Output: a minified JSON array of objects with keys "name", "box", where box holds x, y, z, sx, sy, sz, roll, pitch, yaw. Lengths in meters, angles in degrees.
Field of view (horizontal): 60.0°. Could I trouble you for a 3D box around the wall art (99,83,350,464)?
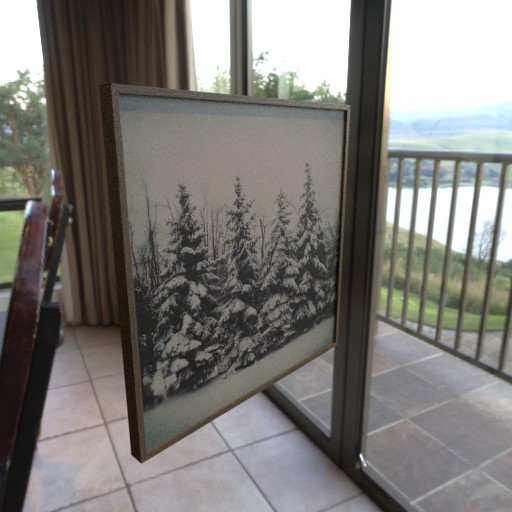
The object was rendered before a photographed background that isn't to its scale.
[{"name":"wall art","box":[0.000,0.000,1.124,0.039,0.758,0.758,14,20,41]}]
